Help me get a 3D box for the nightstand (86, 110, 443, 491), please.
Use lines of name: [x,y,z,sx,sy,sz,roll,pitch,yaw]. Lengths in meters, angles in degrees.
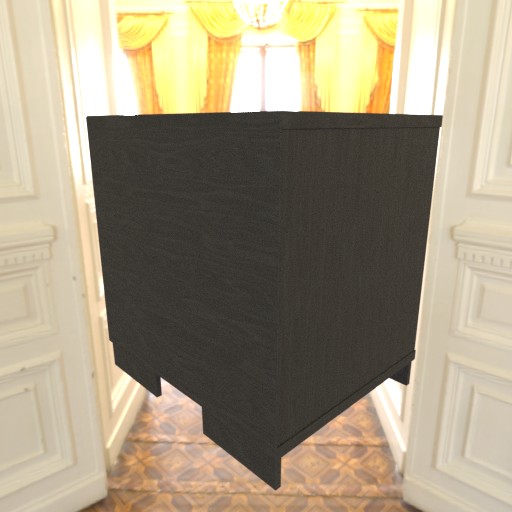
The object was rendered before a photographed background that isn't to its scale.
nightstand: [0.000,0.000,0.741,0.347,0.448,0.427,-16,23,-42]
